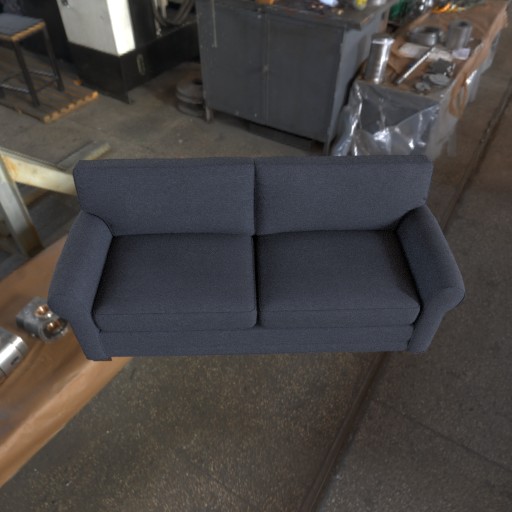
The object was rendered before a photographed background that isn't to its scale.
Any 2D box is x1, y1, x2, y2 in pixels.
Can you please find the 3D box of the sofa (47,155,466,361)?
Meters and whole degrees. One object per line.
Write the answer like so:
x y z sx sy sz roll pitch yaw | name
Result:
0.000 0.000 2.852 2.391 1.026 0.954 -1 45 -1 | sofa
